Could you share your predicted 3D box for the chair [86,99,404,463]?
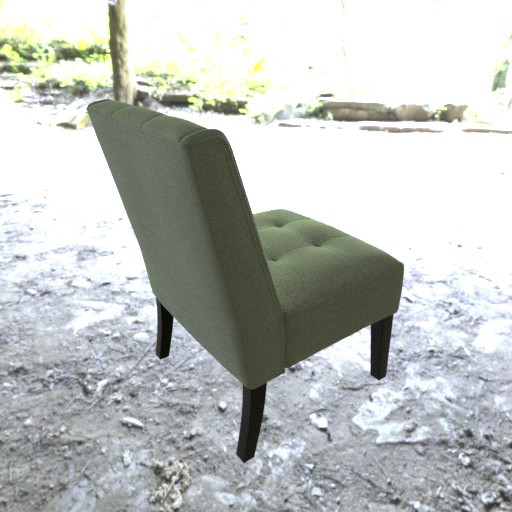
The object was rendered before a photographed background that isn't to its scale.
[{"bbox_3d":[0.000,0.000,1.274,0.676,0.853,0.569,-17,31,-32],"label":"chair"}]
